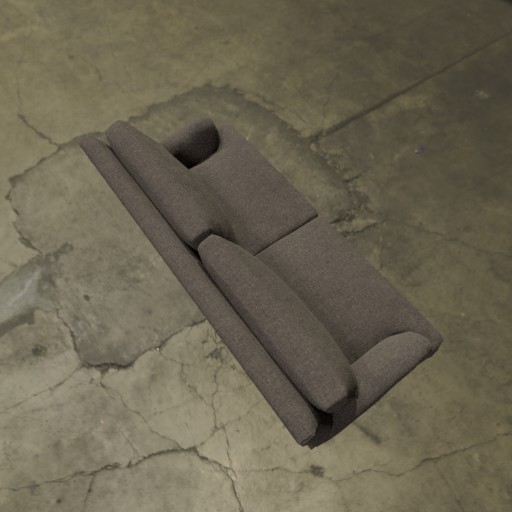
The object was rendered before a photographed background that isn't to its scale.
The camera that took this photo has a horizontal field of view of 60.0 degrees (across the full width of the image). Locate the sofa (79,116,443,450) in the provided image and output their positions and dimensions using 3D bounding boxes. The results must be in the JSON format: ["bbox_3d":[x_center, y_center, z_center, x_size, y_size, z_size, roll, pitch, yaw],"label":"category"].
[{"bbox_3d":[0.000,0.000,2.737,1.087,1.054,2.160,-32,64,-18],"label":"sofa"}]
